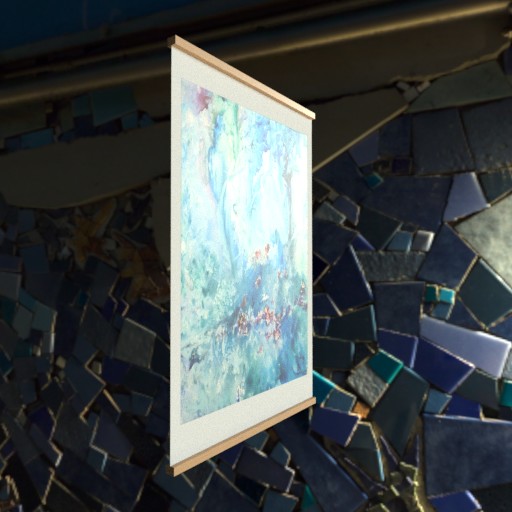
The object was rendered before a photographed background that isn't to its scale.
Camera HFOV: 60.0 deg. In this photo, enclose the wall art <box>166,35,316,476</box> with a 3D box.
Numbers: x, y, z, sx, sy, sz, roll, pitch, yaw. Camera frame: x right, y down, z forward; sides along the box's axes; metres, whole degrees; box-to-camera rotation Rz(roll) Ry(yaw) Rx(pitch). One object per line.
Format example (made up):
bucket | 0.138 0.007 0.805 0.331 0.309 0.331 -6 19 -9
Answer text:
wall art | 0.000 0.000 1.301 0.027 1.020 0.669 -1 -1 36
